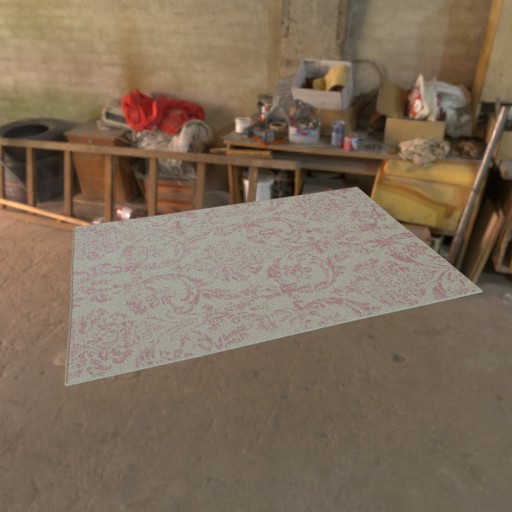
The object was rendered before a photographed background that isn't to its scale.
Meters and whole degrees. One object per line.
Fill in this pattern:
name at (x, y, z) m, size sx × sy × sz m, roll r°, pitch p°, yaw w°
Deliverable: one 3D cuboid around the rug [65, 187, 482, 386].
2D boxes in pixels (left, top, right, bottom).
rug at (0.000, 0.000, 2.322) m, size 1.839 × 0.012 × 1.219 m, roll -10°, pitch 35°, yaw -15°
